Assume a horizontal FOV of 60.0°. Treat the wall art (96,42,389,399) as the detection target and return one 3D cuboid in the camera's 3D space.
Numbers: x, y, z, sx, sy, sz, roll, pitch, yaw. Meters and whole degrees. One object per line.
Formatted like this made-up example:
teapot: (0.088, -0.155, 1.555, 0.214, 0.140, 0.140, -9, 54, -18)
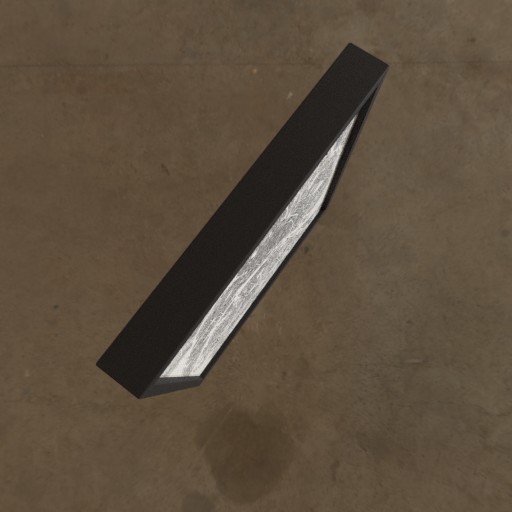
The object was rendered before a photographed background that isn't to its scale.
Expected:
wall art: (0.000, 0.000, 0.462, 0.037, 0.305, 0.305, 35, 78, 9)
